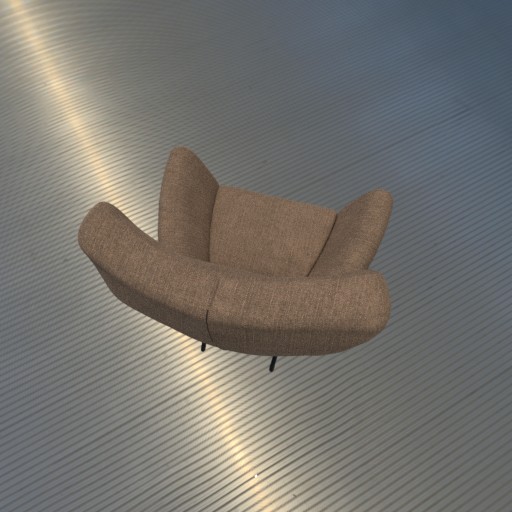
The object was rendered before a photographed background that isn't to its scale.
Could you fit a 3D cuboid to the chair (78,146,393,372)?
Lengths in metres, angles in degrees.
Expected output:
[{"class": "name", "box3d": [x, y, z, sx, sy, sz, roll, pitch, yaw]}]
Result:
[{"class": "chair", "box3d": [0.000, 0.000, 1.763, 0.980, 1.040, 0.900, 14, 64, 7]}]
